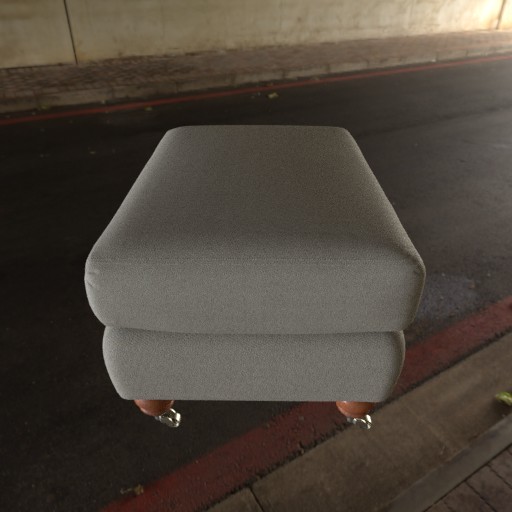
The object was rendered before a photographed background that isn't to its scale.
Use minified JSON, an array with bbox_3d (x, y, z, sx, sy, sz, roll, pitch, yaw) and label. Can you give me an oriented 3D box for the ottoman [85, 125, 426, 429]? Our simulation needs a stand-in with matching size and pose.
[{"bbox_3d":[0.000,0.000,1.116,0.569,0.504,0.773,0,32,1],"label":"ottoman"}]
